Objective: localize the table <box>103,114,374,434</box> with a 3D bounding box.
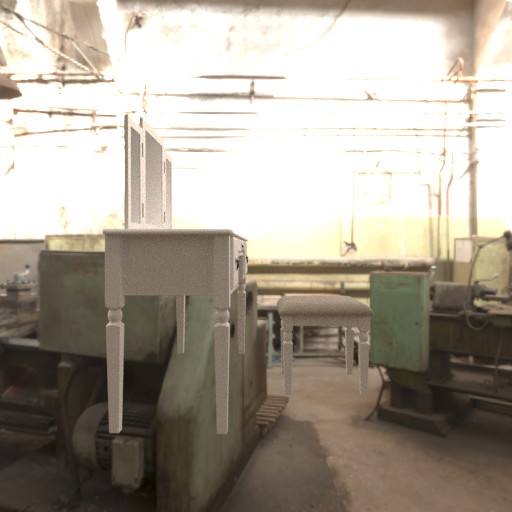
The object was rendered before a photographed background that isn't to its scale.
[{"bbox_3d":[0.000,0.000,2.291,1.115,1.310,1.369,0,1,1],"label":"table"}]
